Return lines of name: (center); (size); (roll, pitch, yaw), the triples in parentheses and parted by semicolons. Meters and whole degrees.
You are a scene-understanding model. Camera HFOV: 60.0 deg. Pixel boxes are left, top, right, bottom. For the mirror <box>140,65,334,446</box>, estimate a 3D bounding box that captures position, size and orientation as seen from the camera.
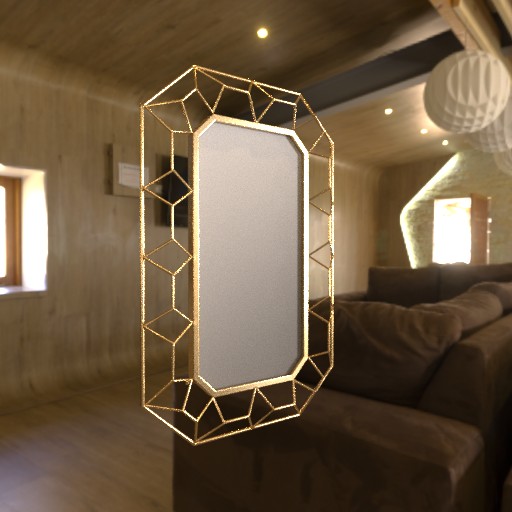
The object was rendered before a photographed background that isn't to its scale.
mirror: (0.000, 0.000, 1.087); (0.572, 0.870, 0.051); (-1, 1, -35)
